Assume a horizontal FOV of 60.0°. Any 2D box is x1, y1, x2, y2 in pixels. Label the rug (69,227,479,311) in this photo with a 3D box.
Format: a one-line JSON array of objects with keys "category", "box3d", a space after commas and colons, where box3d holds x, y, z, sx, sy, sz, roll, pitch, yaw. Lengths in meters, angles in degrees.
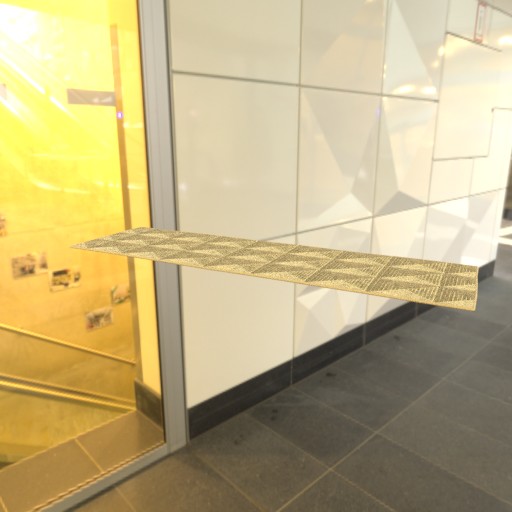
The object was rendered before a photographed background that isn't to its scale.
[{"category": "rug", "box3d": [0.000, 0.000, 2.417, 2.182, 0.015, 0.645, 8, 17, 26]}]
